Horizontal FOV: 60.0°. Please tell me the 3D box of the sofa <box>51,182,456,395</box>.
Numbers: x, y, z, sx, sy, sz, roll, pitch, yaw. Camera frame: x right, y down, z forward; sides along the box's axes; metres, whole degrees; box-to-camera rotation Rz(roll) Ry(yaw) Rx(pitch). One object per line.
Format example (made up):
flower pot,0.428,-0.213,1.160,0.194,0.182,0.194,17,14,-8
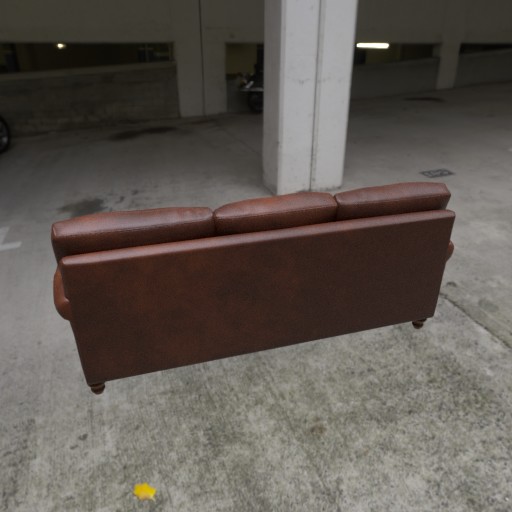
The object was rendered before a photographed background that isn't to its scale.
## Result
sofa,0.000,0.000,2.839,2.351,0.977,0.973,-8,27,-16
